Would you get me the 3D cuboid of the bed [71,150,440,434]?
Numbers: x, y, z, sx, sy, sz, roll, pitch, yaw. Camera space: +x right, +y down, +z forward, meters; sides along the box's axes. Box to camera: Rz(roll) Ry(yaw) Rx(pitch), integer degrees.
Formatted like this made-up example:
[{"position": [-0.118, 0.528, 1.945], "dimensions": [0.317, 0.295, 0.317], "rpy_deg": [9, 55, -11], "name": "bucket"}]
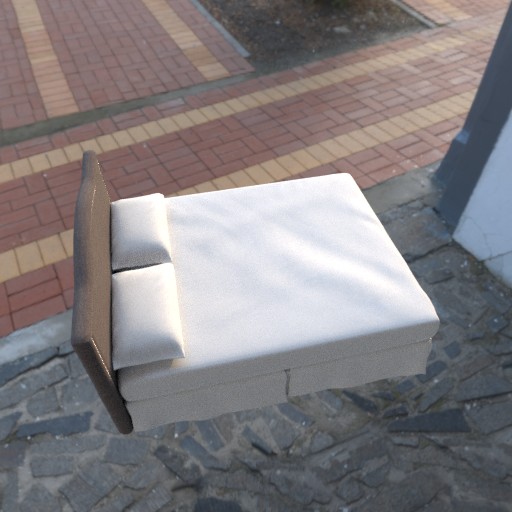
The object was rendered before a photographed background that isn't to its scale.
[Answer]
[{"position": [0.000, 0.000, 3.916], "dimensions": [2.689, 1.457, 2.161], "rpy_deg": [-9, 48, -9], "name": "bed"}]
